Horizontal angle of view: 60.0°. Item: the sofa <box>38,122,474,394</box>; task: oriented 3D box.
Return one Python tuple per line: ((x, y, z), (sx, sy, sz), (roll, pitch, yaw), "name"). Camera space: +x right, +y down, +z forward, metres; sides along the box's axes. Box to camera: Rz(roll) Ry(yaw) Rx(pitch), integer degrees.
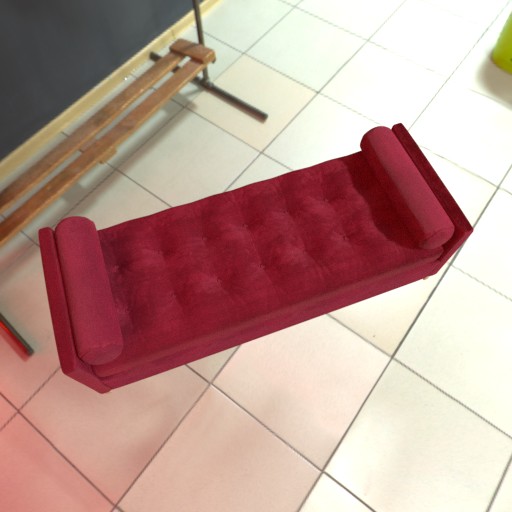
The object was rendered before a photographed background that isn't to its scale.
((0.000, 0.000, 2.499), (2.102, 0.705, 0.796), (-18, 65, -9), "sofa")
